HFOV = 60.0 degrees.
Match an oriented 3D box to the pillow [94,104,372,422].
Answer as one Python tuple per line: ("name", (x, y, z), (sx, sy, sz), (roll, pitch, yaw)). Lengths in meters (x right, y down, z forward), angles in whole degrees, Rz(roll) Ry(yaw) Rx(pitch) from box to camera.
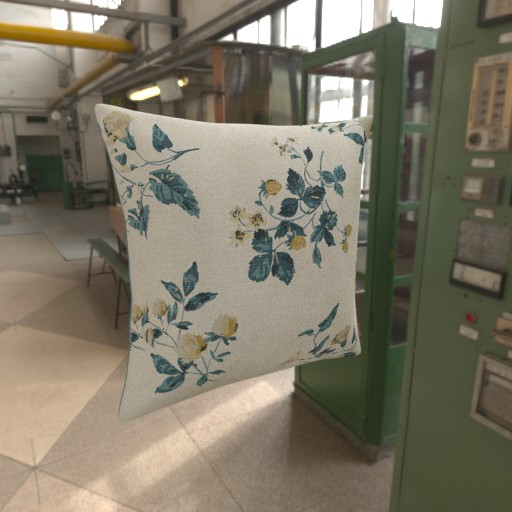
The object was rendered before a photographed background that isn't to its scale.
("pillow", (0.000, 0.000, 0.807), (0.526, 0.507, 0.166), (-8, 16, -28))
